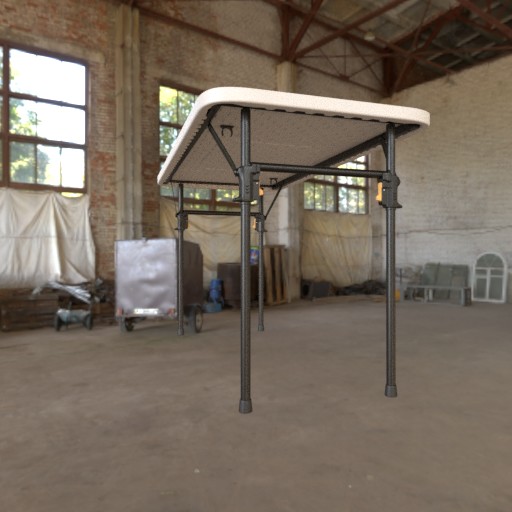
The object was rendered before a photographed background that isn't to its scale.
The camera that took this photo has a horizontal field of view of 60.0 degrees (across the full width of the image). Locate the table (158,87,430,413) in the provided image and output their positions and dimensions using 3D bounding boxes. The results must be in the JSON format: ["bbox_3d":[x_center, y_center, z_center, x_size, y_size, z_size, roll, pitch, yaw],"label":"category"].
[{"bbox_3d":[0.000,0.000,1.606,0.610,0.729,1.219,0,0,-18],"label":"table"}]
